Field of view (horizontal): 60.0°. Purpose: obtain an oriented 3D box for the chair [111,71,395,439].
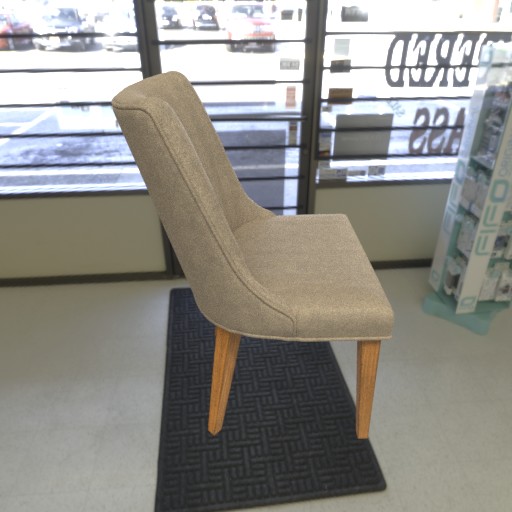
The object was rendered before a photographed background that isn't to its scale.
[{"bbox_3d":[0.000,0.000,1.237,0.636,0.916,0.548,-1,30,-2],"label":"chair"}]
